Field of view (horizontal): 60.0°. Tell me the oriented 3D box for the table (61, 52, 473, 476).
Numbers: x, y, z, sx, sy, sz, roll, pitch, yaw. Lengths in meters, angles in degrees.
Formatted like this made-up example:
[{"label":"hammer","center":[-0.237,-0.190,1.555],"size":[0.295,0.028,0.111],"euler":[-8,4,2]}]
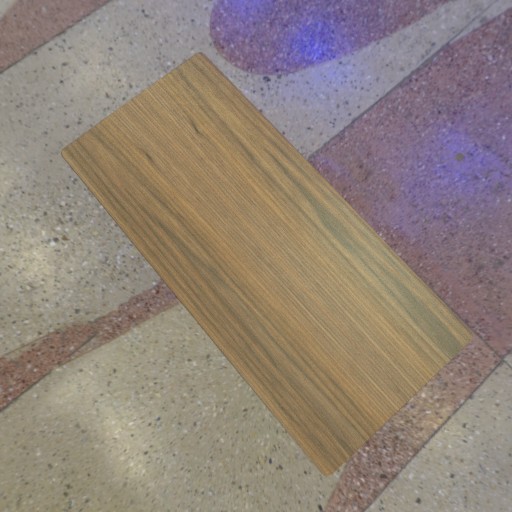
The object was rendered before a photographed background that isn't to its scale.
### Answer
[{"label":"table","center":[0.000,0.000,1.688],"size":[0.637,0.468,1.375],"euler":[-40,79,-9]}]
